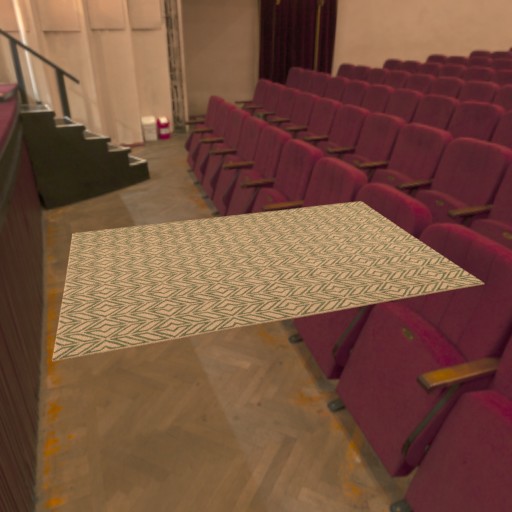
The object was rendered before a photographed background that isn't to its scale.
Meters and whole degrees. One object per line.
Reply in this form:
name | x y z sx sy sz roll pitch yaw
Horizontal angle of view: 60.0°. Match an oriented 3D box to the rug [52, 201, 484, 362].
rug | 0.000 0.000 3.014 2.435 0.011 1.517 -8 28 -15
